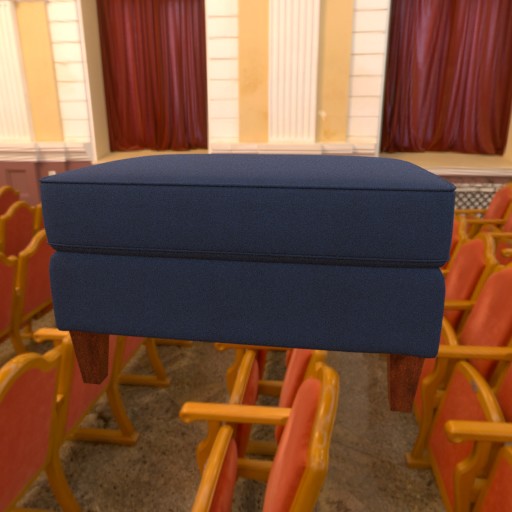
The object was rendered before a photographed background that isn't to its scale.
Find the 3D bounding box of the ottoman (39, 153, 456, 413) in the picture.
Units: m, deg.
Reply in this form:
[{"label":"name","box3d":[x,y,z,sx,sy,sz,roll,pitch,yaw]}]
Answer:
[{"label":"ottoman","box3d":[0.000,0.000,1.342,0.965,0.584,0.686,3,17,8]}]
